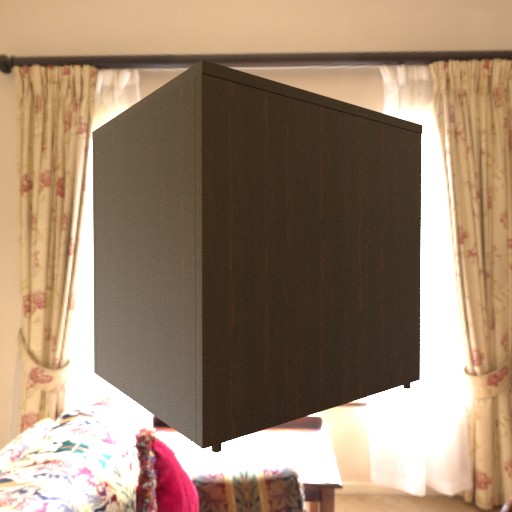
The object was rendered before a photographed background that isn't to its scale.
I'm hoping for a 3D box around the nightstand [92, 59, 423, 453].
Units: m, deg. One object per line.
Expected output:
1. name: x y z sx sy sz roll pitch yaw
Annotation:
1. nightstand: 0.000 0.000 0.809 0.461 0.460 0.400 -1 1 -37
